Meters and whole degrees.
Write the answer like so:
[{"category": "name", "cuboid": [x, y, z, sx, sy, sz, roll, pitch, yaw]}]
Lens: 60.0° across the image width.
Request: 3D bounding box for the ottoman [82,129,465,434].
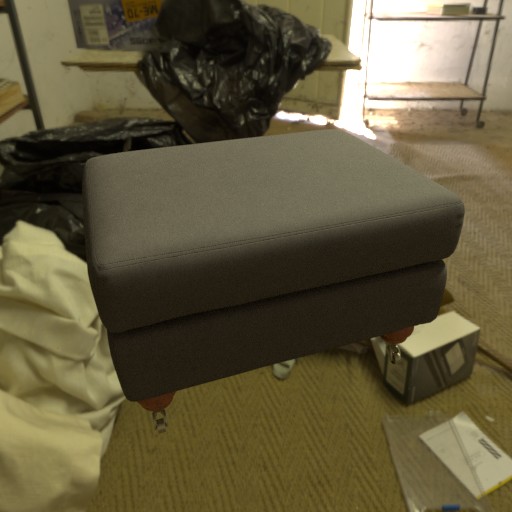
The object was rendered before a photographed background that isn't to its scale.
[{"category": "ottoman", "cuboid": [0.000, 0.000, 1.132, 0.773, 0.497, 0.574, -11, 34, -16]}]
